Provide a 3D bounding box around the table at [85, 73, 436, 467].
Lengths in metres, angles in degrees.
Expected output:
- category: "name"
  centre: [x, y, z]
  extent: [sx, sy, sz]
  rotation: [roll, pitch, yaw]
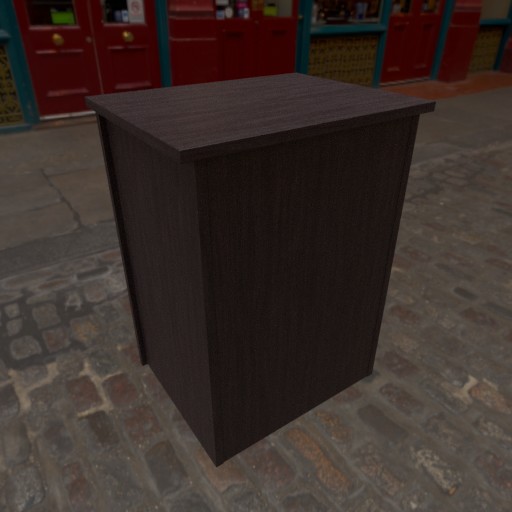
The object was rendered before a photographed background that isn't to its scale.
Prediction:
- category: "table"
  centre: [0.000, 0.000, 0.931]
  extent: [0.480, 0.635, 0.381]
  rotation: [-19, 36, -29]
